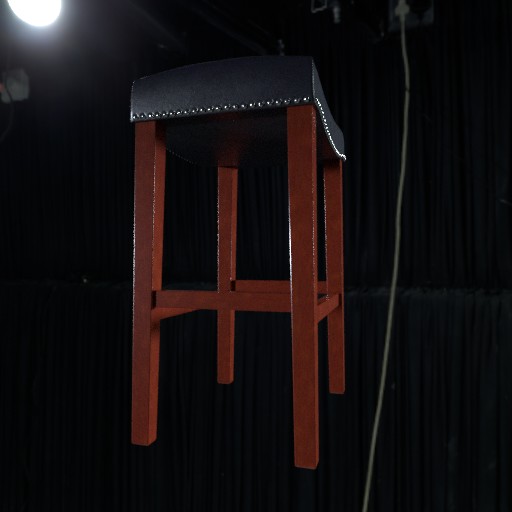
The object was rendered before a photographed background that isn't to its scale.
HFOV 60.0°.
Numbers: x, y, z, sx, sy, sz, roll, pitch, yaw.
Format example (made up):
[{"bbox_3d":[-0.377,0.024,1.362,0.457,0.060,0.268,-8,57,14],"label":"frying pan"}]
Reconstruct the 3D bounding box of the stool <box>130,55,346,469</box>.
[{"bbox_3d":[0.000,0.000,1.048,0.372,0.742,0.504,0,0,17],"label":"stool"}]
